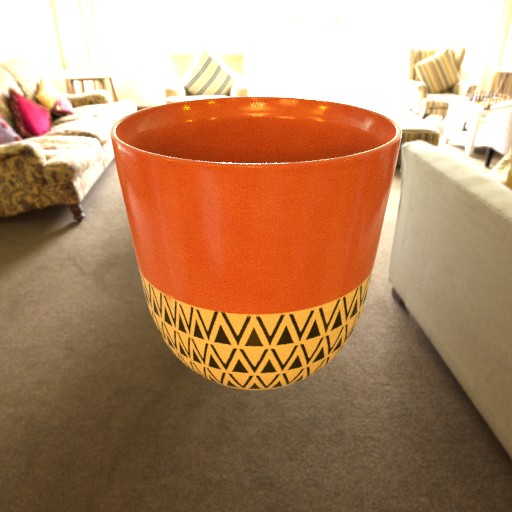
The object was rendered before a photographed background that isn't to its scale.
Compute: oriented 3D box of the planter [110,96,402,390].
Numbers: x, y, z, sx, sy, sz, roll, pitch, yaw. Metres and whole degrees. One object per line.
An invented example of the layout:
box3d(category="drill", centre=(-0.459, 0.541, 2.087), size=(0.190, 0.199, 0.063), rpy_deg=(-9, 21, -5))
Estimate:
box3d(category="planter", centre=(0.000, 0.000, 0.359), size=(0.195, 0.214, 0.195), rpy_deg=(0, 29, 0))
